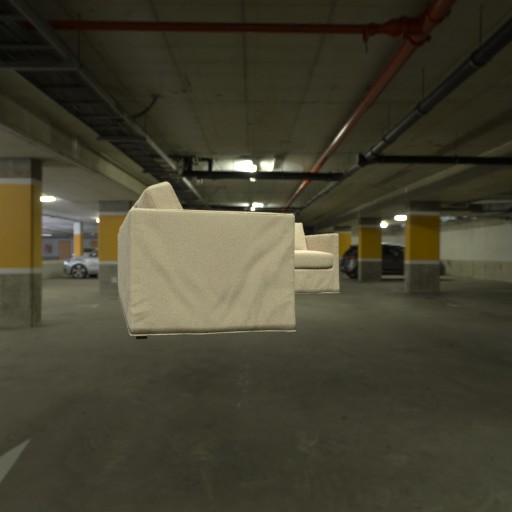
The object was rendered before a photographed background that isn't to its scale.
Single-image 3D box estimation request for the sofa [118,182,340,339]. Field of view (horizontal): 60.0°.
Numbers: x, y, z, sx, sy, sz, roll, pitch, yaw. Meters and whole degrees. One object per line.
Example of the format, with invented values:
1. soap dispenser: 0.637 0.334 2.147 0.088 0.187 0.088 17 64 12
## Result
1. sofa: 0.000 0.000 4.151 2.432 0.871 3.182 0 0 -19
